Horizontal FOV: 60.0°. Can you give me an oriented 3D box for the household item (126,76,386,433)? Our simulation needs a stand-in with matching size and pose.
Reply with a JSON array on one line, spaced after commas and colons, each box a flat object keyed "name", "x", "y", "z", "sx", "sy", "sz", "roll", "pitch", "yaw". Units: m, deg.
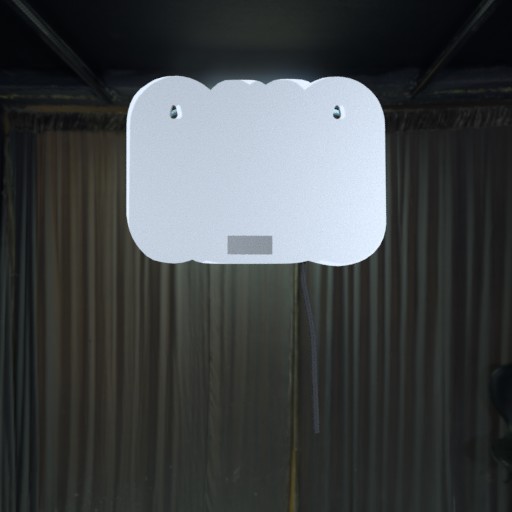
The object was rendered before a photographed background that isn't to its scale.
[{"name": "household item", "x": 0.000, "y": 0.000, "z": 0.380, "sx": 0.211, "sy": 0.294, "sz": 0.042, "roll": 0, "pitch": -2, "yaw": 0}]
